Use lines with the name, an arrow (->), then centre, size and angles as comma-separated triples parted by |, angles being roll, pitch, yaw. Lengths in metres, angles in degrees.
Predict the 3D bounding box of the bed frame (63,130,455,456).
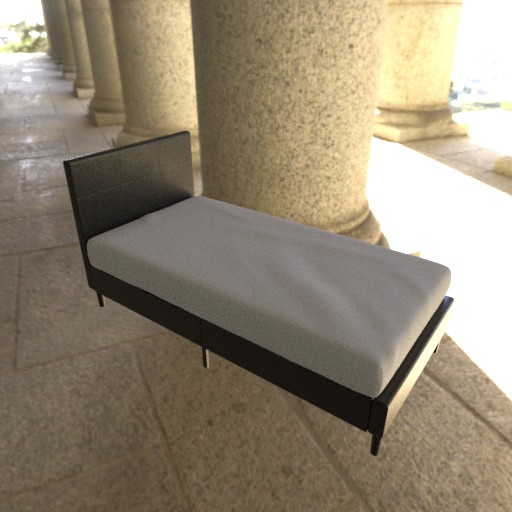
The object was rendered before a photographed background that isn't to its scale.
bed frame -> 0.000, 0.000, 2.519 | 2.152, 1.046, 1.038 | 19, 33, 32
